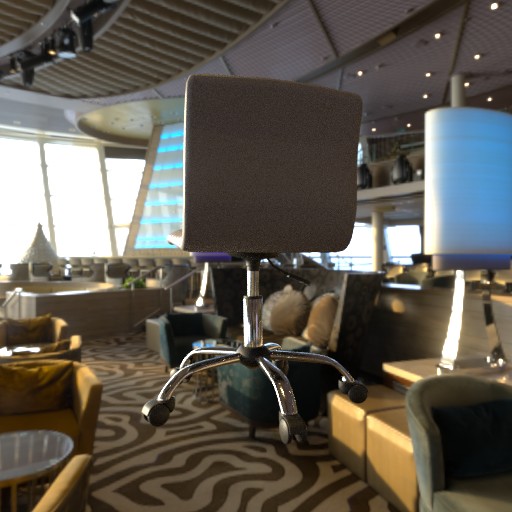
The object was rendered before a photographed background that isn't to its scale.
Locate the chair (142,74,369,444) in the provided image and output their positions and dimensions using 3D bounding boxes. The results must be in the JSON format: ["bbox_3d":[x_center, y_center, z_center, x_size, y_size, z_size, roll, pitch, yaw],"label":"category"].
[{"bbox_3d":[0.000,0.000,1.124,0.569,0.750,0.542,0,0,-18],"label":"chair"}]
